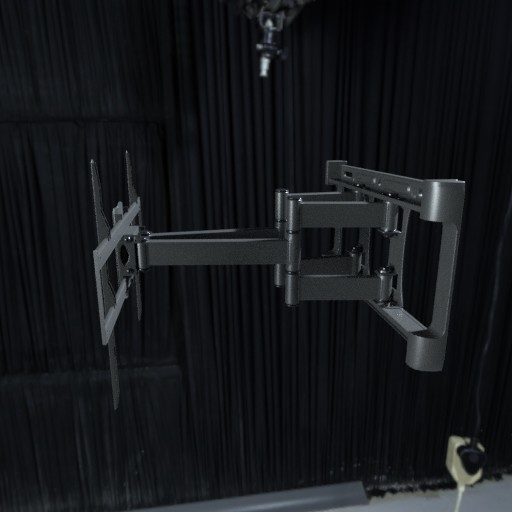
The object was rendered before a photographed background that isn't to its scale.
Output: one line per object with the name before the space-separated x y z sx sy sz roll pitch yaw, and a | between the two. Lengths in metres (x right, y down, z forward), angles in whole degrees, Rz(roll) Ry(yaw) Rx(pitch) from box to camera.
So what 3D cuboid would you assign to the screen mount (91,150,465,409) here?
screen mount | 0.000 0.000 1.085 0.644 0.491 0.661 -2 15 -8
